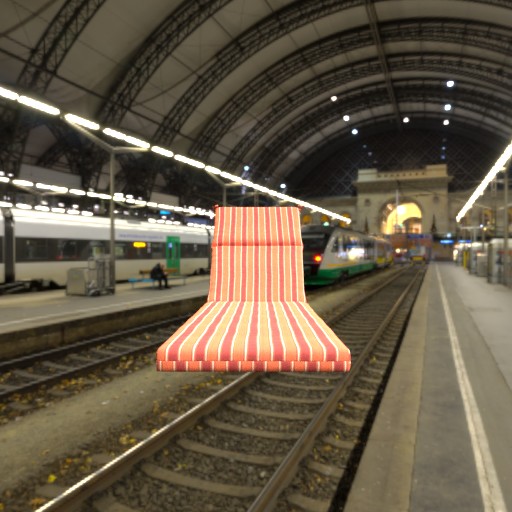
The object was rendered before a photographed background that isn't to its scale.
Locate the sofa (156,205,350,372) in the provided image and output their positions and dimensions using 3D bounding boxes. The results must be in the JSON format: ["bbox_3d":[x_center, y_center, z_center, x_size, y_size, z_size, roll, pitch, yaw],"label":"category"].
[{"bbox_3d":[0.000,0.000,1.986,0.582,0.622,1.663,0,0,0],"label":"sofa"}]
